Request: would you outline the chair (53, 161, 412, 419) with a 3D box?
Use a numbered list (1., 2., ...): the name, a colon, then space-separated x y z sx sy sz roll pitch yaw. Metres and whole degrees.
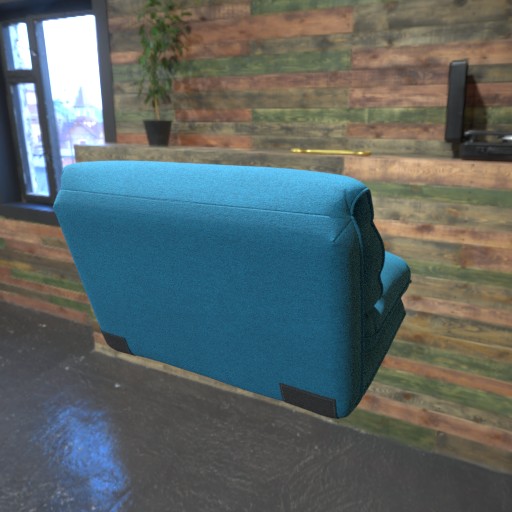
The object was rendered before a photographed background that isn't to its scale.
1. chair: 0.000 0.000 1.321 0.820 0.580 0.780 9 19 27
